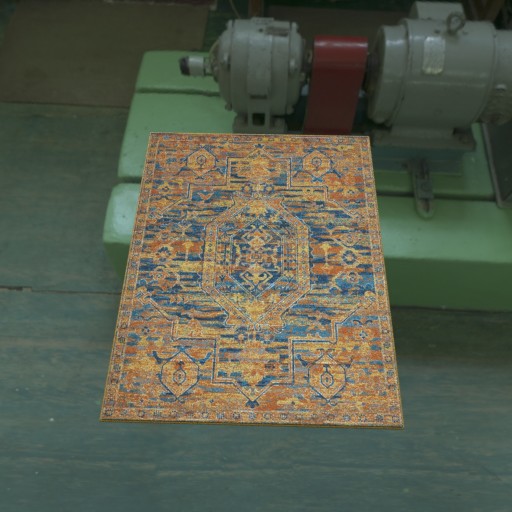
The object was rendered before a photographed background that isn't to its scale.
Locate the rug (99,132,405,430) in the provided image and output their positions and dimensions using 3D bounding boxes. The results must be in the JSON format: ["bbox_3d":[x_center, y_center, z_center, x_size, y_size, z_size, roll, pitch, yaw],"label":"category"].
[{"bbox_3d":[0.000,0.000,4.225,2.435,0.031,3.040,1,63,1],"label":"rug"}]
